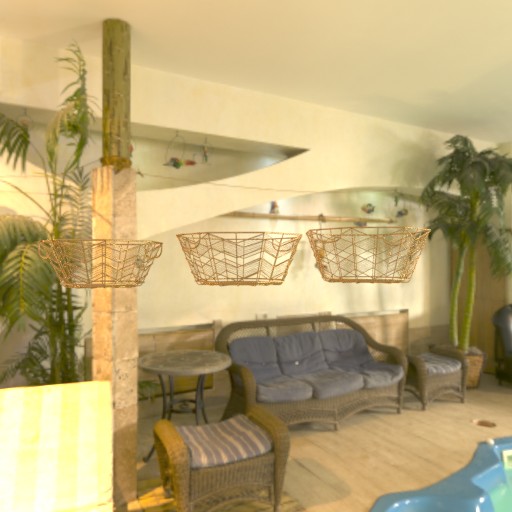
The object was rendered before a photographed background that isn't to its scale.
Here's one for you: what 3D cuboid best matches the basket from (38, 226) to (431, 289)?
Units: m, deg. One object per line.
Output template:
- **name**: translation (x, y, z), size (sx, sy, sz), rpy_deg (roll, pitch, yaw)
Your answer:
- **basket**: translation (0.000, 0.000, 1.407), size (1.245, 0.178, 0.432), rpy_deg (0, -1, -21)
